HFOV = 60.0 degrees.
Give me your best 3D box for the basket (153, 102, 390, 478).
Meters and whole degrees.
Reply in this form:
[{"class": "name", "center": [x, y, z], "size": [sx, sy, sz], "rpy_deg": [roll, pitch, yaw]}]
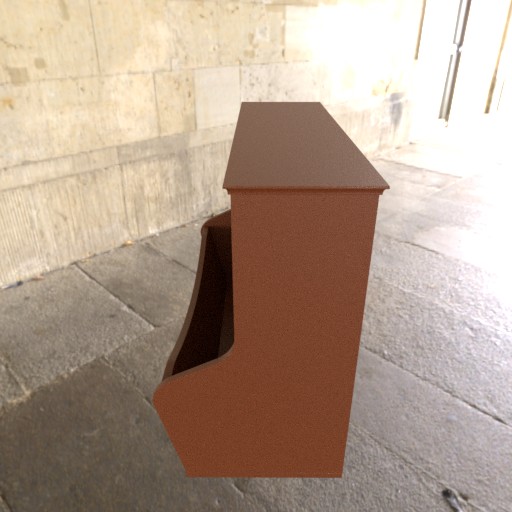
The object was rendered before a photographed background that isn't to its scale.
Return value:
[{"class": "basket", "center": [0.000, 0.000, 1.110], "size": [0.376, 0.625, 0.792], "rpy_deg": [0, 27, 0]}]
